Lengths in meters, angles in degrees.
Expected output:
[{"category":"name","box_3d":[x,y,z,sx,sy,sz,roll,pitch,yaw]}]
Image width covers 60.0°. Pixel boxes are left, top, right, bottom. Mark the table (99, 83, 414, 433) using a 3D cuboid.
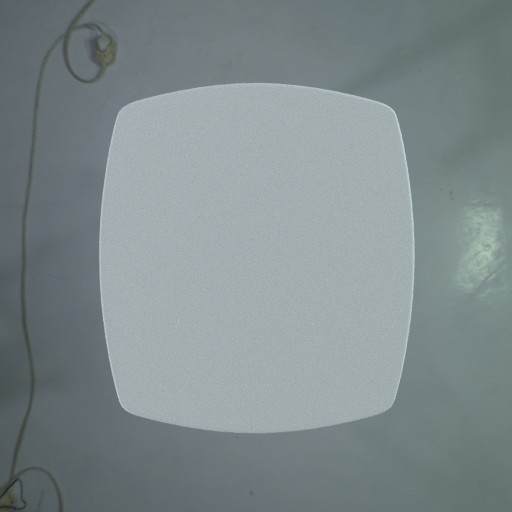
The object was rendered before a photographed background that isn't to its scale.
[{"category":"table","box_3d":[0.000,0.000,0.852,0.451,0.438,0.502,0,91,-1]}]
